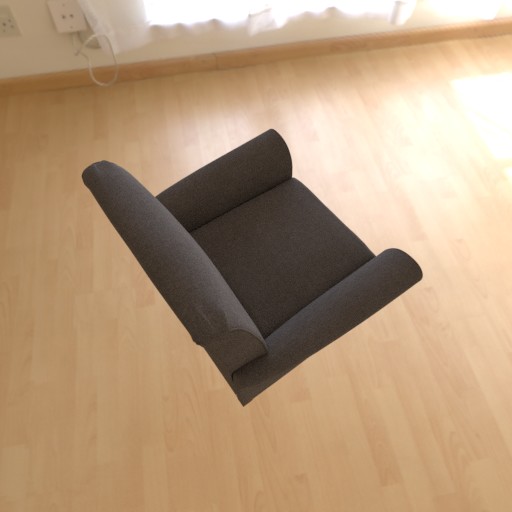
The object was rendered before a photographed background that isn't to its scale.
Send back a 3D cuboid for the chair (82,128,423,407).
[{"bbox_3d":[0.000,0.000,1.822,0.905,1.061,0.978,-32,64,-18],"label":"chair"}]
